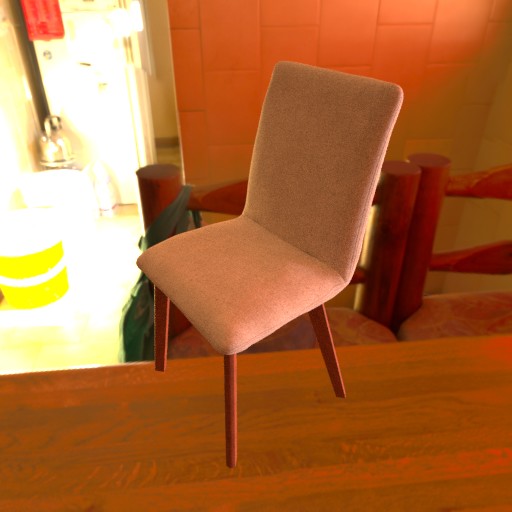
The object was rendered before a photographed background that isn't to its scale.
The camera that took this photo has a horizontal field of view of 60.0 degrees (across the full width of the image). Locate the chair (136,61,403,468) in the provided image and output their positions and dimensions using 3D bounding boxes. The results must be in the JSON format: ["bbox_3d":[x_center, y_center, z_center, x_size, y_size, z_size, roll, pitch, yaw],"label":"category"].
[{"bbox_3d":[0.000,0.000,1.294,0.563,0.974,0.522,-21,37,-31],"label":"chair"}]
